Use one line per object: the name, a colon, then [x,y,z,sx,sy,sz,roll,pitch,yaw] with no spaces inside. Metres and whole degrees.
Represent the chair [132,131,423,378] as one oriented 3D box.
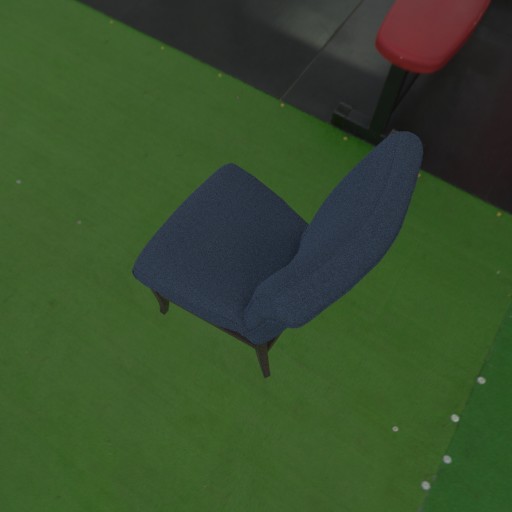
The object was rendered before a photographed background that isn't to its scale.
chair: [0.000,0.000,1.371,0.660,0.991,0.520,33,69,14]
